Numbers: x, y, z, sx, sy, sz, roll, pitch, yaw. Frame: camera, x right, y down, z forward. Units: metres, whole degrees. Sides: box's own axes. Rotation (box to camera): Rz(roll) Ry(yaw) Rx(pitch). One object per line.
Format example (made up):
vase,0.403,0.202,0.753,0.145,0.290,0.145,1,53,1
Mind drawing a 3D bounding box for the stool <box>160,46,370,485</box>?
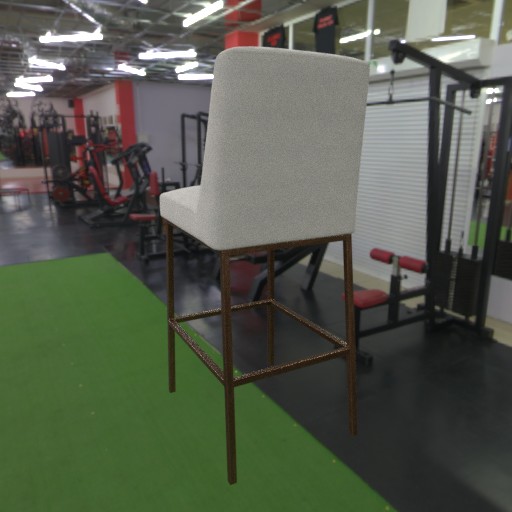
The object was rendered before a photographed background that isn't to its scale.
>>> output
stool,0.000,0.000,1.365,0.462,1.084,0.546,-8,16,-28
